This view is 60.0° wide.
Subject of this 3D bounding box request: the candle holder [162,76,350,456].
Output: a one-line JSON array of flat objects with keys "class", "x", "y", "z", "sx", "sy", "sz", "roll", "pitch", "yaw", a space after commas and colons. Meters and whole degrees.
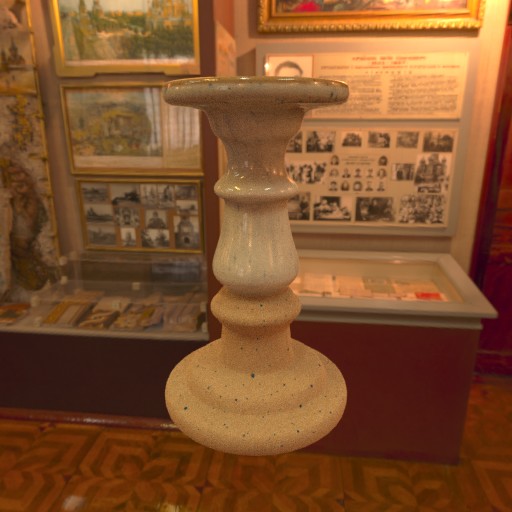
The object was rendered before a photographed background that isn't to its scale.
[{"class": "candle holder", "x": 0.000, "y": 0.000, "z": 0.278, "sx": 0.123, "sy": 0.202, "sz": 0.123, "roll": 0, "pitch": 17, "yaw": 0}]
